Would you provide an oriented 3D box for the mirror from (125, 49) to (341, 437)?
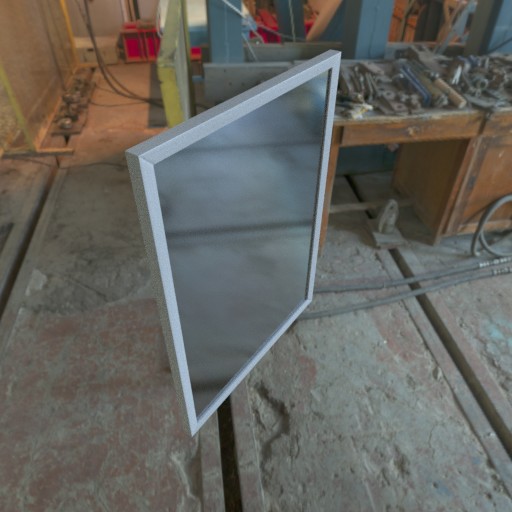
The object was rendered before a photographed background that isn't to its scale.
[{"bbox_3d":[0.000,0.000,1.360,0.040,1.016,0.762,26,47,27],"label":"mirror"}]
